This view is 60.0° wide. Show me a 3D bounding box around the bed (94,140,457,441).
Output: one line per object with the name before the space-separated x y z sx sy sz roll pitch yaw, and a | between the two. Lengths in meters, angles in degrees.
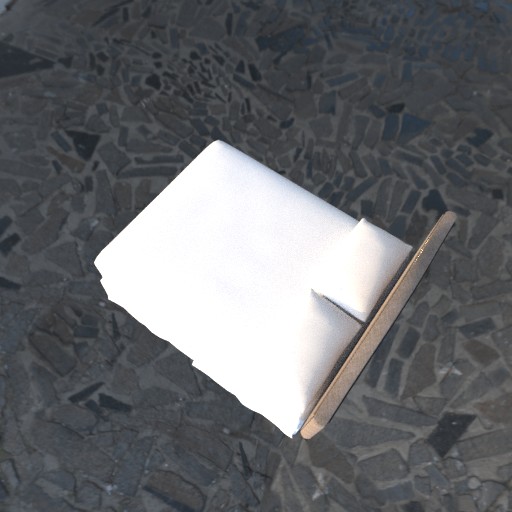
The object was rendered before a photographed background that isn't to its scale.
bed | 0.000 0.000 3.407 2.153 1.518 1.713 34 68 16
